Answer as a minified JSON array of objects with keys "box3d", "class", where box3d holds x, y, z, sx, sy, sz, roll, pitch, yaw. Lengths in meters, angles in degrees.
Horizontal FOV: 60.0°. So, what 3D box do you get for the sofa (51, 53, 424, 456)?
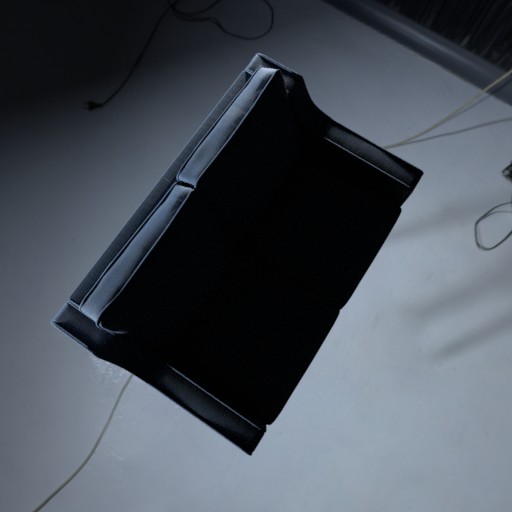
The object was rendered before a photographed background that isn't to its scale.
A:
[{"box3d":[0.000,0.000,2.167,0.987,0.971,1.501,33,78,8],"class":"sofa"}]
